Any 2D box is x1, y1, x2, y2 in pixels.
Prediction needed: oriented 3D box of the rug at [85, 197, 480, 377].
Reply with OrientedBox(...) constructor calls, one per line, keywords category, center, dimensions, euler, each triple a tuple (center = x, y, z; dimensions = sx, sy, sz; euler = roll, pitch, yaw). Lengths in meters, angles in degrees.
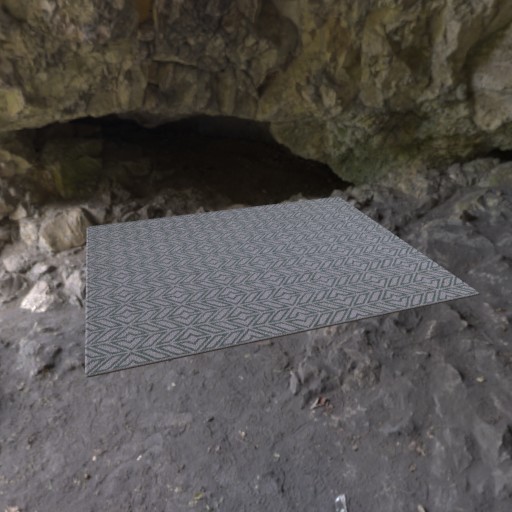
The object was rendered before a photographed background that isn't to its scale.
OrientedBox(category="rug", center=(0.000, 0.000, 4.205), dimensions=(3.050, 0.017, 2.441), euler=(-9, 29, -16))
